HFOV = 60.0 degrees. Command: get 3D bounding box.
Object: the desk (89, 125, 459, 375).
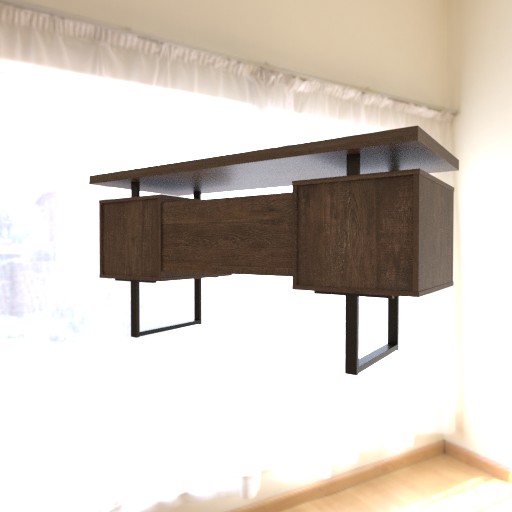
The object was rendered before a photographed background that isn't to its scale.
[{"bbox_3d":[0.000,0.000,1.935,1.524,0.760,0.600,1,1,35],"label":"desk"}]
